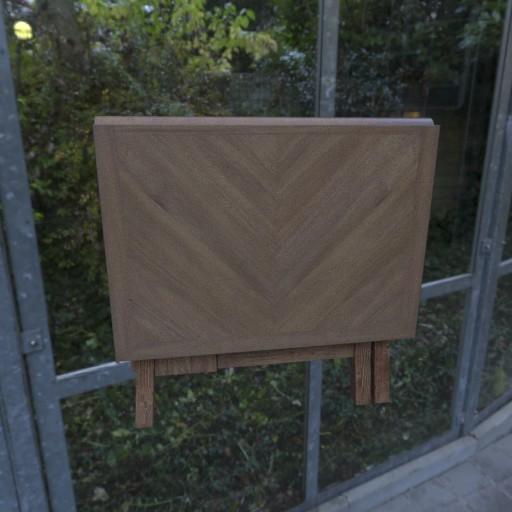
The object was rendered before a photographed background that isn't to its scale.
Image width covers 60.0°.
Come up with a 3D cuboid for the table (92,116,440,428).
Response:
[{"bbox_3d":[0.000,0.000,1.667,0.967,0.981,0.701,-3,16,-9],"label":"table"}]
